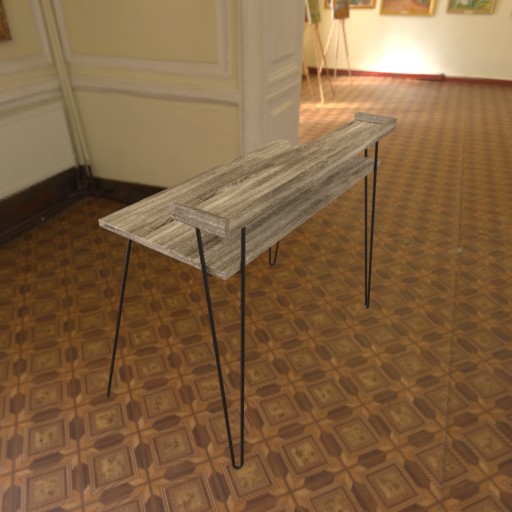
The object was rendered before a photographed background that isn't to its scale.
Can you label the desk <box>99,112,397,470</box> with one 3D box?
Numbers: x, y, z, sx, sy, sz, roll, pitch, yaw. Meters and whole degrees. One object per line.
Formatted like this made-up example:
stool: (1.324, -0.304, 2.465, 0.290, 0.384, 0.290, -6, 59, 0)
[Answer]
desk: (0.000, 0.000, 1.680, 0.605, 0.899, 1.135, 21, 38, 30)
